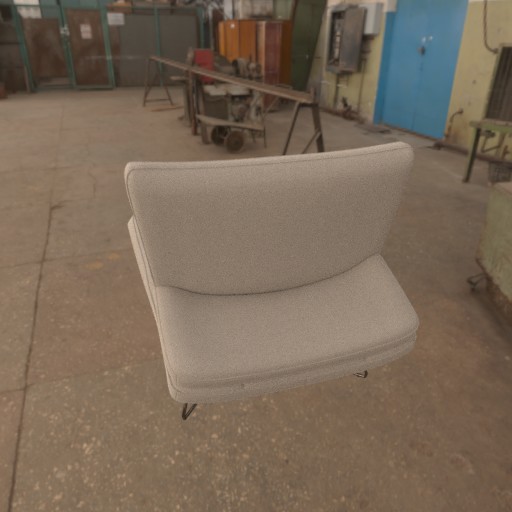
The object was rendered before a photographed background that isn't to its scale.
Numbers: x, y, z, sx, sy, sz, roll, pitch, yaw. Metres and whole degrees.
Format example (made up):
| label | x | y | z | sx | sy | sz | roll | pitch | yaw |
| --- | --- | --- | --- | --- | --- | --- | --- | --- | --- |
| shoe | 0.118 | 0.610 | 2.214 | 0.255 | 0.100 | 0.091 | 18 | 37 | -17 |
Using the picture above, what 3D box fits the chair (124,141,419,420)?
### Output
| label | x | y | z | sx | sy | sz | roll | pitch | yaw |
| --- | --- | --- | --- | --- | --- | --- | --- | --- | --- |
| chair | 0.000 | 0.000 | 1.610 | 0.859 | 0.855 | 1.008 | -8 | 28 | -16 |
